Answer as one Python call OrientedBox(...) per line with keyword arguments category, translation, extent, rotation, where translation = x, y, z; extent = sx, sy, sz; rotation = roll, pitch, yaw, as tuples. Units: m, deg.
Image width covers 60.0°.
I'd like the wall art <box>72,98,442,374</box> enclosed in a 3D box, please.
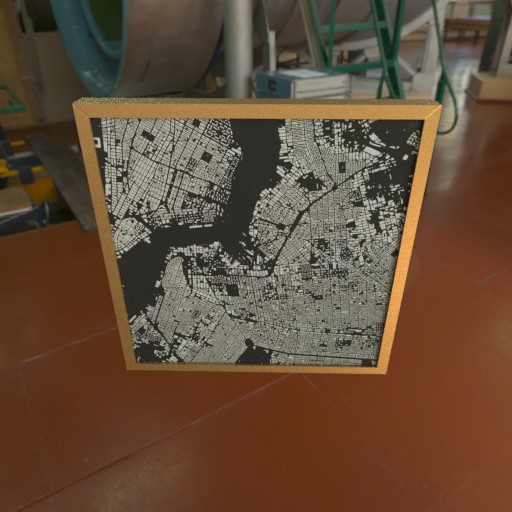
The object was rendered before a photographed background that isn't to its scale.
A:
OrientedBox(category="wall art", translation=(0.000, 0.000, 1.908), extent=(1.284, 1.284, 0.095), rotation=(1, 31, 1))
